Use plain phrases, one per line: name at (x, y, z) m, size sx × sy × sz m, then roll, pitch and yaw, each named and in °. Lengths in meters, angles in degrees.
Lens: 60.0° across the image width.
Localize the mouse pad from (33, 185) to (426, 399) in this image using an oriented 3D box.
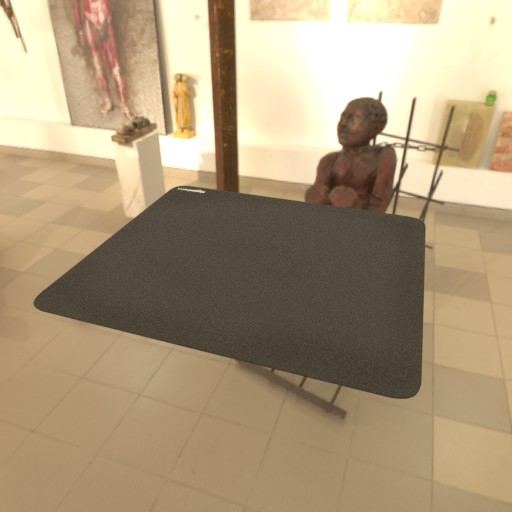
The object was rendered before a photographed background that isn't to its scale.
mouse pad at (0.000, 0.000, 0.625) m, size 0.451 × 0.002 × 0.393 m, roll 10°, pitch 33°, yaw 16°
